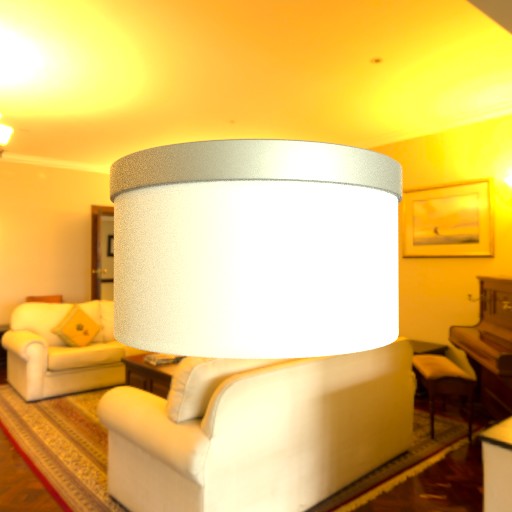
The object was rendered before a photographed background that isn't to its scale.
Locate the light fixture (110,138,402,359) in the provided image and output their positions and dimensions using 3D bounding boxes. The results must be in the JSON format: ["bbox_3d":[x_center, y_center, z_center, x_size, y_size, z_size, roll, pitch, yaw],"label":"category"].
[{"bbox_3d":[0.000,0.000,0.626,0.393,0.229,0.393,0,-1,0],"label":"light fixture"}]
